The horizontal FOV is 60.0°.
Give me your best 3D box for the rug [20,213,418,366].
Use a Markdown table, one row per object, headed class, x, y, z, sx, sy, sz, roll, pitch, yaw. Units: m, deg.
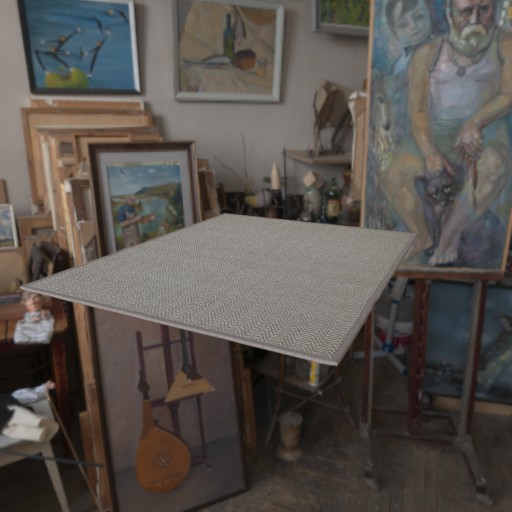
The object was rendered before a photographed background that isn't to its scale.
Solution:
| class | x | y | z | sx | sy | sz | roll | pitch | yaw |
| --- | --- | --- | --- | --- | --- | --- | --- | --- | --- |
| rug | 0.000 | 0.000 | 4.049 | 2.434 | 0.032 | 3.007 | 8 | 19 | 25 |
